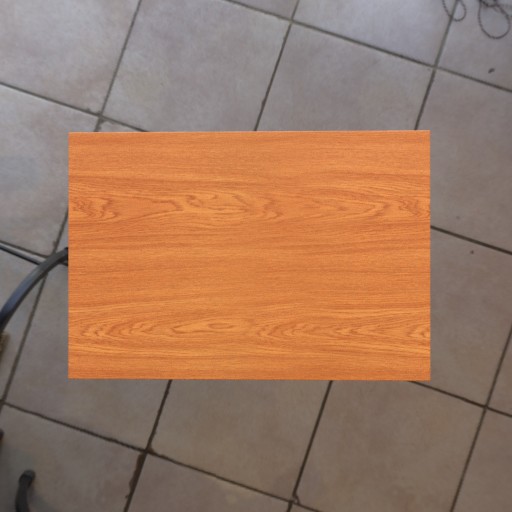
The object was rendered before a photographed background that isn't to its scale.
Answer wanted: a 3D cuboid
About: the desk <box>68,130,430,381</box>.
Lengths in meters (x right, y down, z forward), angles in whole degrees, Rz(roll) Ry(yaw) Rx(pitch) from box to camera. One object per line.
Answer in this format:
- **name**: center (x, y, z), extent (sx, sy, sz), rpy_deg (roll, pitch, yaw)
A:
- **desk**: center (0.000, 0.000, 1.085), extent (0.600, 0.730, 0.404), rpy_deg (0, 90, 1)
